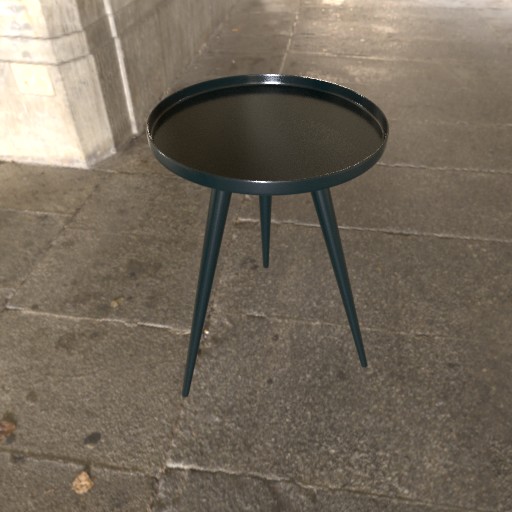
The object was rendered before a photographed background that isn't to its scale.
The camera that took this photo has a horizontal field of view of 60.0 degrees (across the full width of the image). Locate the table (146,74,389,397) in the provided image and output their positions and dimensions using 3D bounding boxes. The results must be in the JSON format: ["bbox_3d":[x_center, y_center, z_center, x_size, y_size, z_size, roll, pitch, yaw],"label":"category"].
[{"bbox_3d":[0.000,0.000,0.855,0.415,0.548,0.403,-26,48,-26],"label":"table"}]
